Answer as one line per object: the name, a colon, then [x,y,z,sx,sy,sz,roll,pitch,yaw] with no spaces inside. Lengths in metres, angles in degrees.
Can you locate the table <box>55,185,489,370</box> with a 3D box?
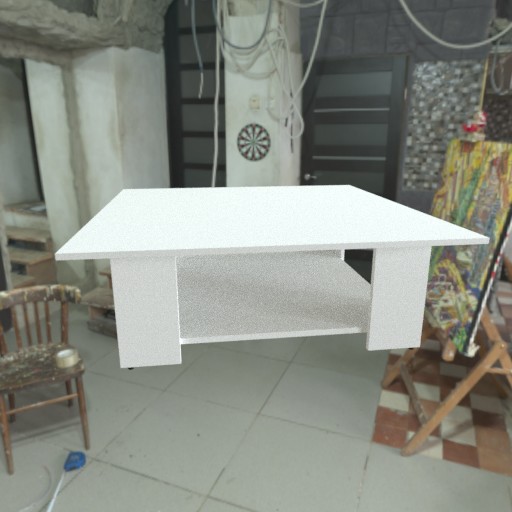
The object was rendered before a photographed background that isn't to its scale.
table: [0.000,0.000,1.359,0.890,0.305,0.890,-2,17,-8]
